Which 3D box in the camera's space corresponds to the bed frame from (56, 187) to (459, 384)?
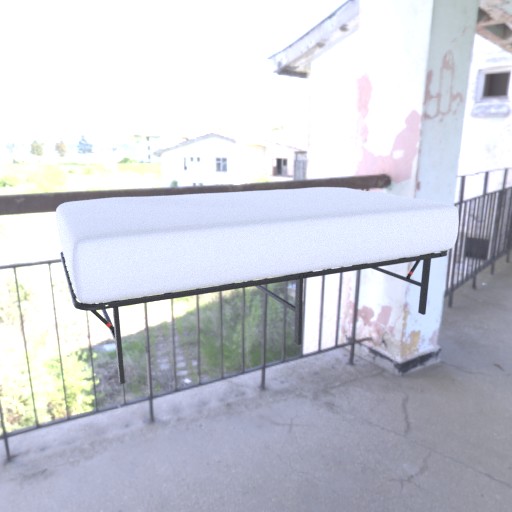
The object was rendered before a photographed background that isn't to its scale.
[{"bbox_3d":[0.000,0.000,2.401,1.908,0.640,1.025,-7,16,-25],"label":"bed frame"}]
